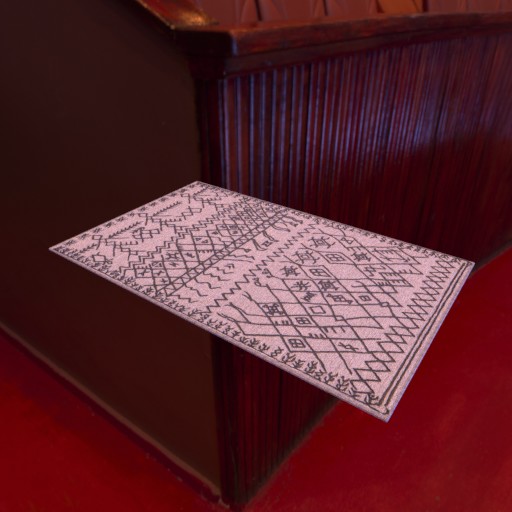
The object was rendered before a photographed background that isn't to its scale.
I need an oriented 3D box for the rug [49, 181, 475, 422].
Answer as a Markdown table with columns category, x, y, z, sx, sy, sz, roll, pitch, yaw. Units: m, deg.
| category | x | y | z | sx | sy | sz | roll | pitch | yaw |
| --- | --- | --- | --- | --- | --- | --- | --- | --- | --- |
| rug | 0.000 | 0.000 | 2.990 | 2.444 | 0.012 | 1.526 | 21 | 37 | 30 |
